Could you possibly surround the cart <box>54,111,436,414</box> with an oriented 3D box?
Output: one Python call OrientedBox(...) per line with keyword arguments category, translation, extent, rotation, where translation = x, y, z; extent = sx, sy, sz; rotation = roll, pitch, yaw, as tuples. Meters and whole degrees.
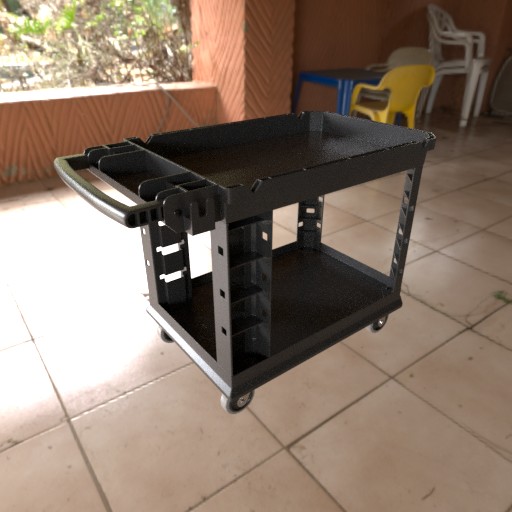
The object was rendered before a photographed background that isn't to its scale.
OrientedBox(category="cart", translation=(0.000, 0.000, 1.734), extent=(1.239, 0.884, 0.674), rotation=(-20, 34, -32))
